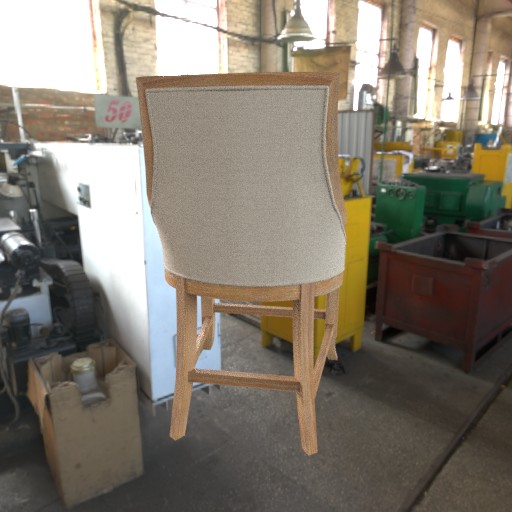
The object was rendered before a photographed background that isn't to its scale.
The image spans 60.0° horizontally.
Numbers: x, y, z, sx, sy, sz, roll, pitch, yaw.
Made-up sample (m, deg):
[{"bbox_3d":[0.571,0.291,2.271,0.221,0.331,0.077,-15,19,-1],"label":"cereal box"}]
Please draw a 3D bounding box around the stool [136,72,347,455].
[{"bbox_3d":[0.000,0.000,1.313,0.524,0.938,0.626,2,15,9],"label":"stool"}]
